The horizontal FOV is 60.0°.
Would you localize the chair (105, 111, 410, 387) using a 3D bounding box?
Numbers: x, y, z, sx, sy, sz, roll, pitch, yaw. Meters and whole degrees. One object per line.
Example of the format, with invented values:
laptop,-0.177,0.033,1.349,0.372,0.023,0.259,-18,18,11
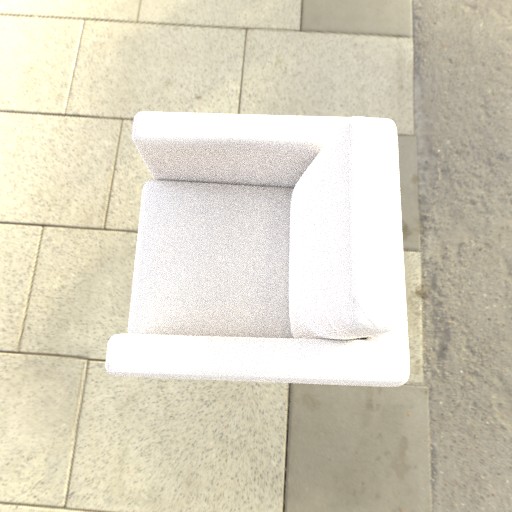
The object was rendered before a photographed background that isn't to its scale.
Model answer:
chair,0.000,0.000,1.532,0.879,0.899,0.831,2,75,0
